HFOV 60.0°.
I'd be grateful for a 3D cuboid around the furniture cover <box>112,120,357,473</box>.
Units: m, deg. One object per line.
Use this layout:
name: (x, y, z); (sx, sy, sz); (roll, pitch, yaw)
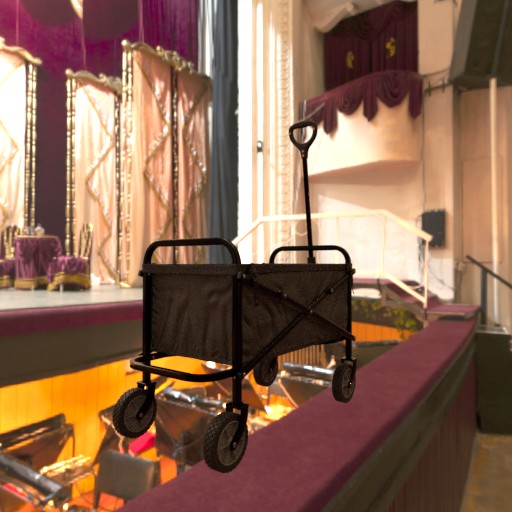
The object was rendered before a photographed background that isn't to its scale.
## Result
furniture cover: (0.000, 0.000, 1.814); (0.532, 1.295, 1.038); (-1, -1, 37)
